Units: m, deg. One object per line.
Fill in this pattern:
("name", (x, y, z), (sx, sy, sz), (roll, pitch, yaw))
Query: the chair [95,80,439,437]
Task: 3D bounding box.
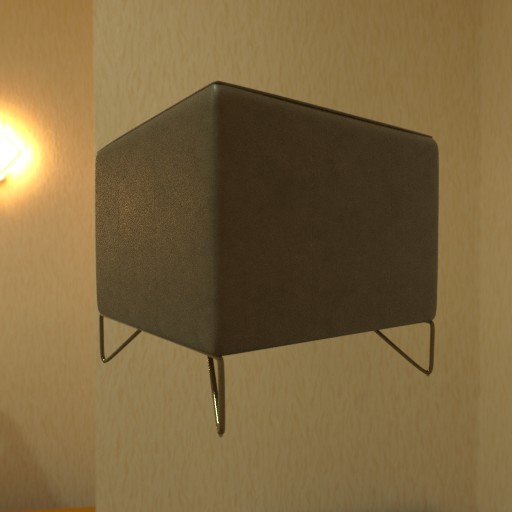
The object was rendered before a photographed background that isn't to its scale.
("chair", (0.000, 0.000, 1.557), (0.880, 0.790, 0.894), (-1, 1, -36))
